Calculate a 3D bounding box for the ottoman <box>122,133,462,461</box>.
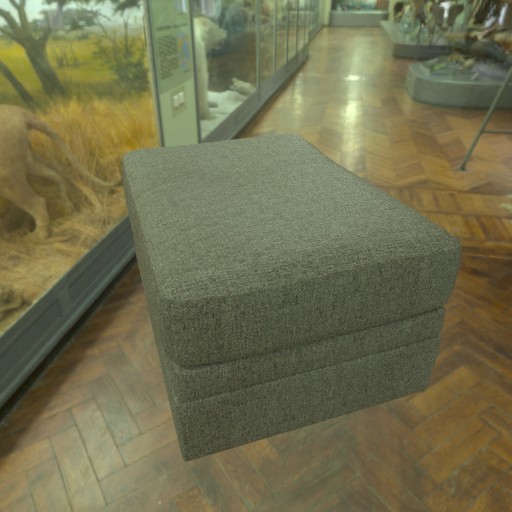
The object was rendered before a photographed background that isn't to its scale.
[{"bbox_3d":[0.000,0.000,1.242,0.637,0.478,0.885,-10,32,-16],"label":"ottoman"}]
